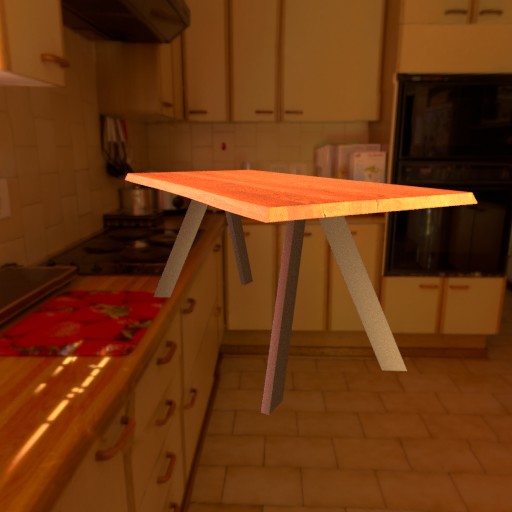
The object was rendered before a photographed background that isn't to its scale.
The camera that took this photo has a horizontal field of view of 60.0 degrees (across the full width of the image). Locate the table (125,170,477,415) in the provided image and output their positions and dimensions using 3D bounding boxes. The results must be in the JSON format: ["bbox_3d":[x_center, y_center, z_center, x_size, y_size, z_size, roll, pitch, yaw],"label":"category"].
[{"bbox_3d":[0.000,0.000,2.287,0.900,0.770,1.800,-7,16,-27],"label":"table"}]
